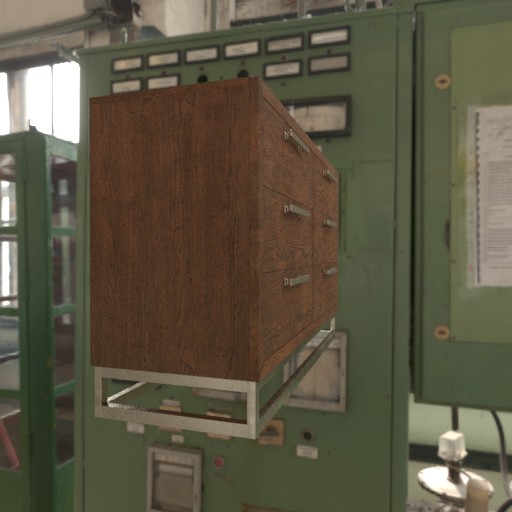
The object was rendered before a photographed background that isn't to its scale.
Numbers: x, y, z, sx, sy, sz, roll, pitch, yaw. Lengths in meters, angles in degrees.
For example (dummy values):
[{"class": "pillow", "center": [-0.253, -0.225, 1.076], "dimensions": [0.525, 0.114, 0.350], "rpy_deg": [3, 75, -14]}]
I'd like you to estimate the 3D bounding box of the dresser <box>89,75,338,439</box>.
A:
[{"class": "dresser", "center": [0.000, 0.000, 2.153], "dimensions": [0.623, 1.061, 1.646], "rpy_deg": [0, 1, 18]}]
